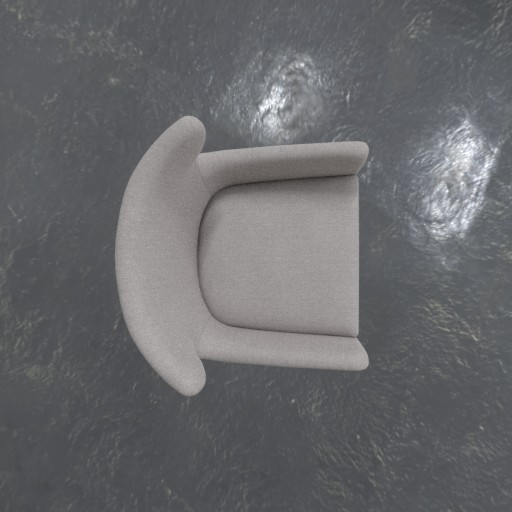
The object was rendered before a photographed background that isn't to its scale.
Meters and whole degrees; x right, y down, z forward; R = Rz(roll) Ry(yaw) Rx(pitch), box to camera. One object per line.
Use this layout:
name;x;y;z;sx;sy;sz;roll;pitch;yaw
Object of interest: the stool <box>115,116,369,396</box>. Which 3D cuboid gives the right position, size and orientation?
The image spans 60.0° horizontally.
stool;0.000;0.000;1.351;0.575;0.951;0.575;0;90;0
